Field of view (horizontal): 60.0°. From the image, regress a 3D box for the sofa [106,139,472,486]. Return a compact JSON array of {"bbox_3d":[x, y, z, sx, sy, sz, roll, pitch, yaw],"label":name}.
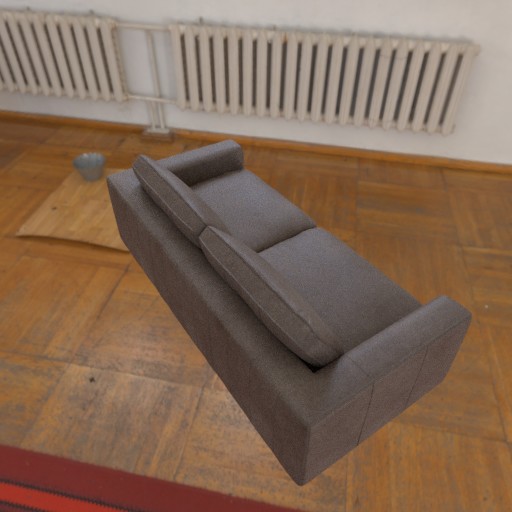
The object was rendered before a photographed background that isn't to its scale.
[{"bbox_3d":[0.000,0.000,2.727,1.070,0.801,2.262,-24,46,-25],"label":"sofa"}]
